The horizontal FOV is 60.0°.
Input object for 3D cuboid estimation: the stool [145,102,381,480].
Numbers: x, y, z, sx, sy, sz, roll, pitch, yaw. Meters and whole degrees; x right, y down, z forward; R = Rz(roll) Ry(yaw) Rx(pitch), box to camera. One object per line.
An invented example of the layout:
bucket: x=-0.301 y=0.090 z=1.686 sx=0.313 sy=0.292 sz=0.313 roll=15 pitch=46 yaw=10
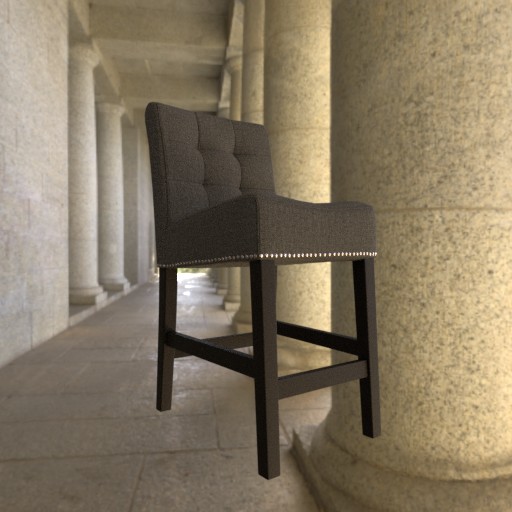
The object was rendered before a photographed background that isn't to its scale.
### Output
stool: x=0.000 y=0.000 z=1.208 sx=0.427 sy=0.885 sz=0.571 roll=-1 pitch=1 yaw=-37
